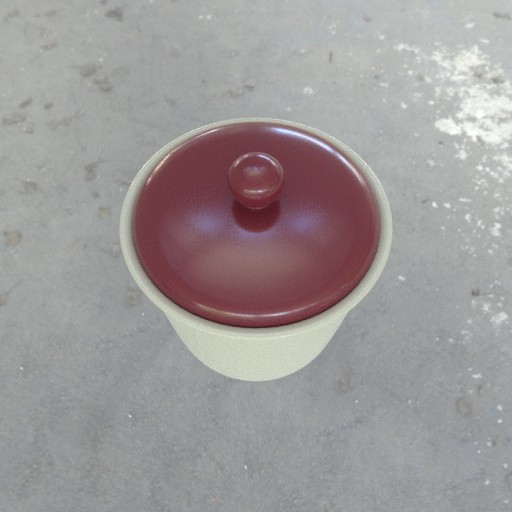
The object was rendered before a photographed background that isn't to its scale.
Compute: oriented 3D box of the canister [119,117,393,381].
[{"bbox_3d":[0.000,0.000,0.348,0.182,0.208,0.182,0,59,0],"label":"canister"}]
